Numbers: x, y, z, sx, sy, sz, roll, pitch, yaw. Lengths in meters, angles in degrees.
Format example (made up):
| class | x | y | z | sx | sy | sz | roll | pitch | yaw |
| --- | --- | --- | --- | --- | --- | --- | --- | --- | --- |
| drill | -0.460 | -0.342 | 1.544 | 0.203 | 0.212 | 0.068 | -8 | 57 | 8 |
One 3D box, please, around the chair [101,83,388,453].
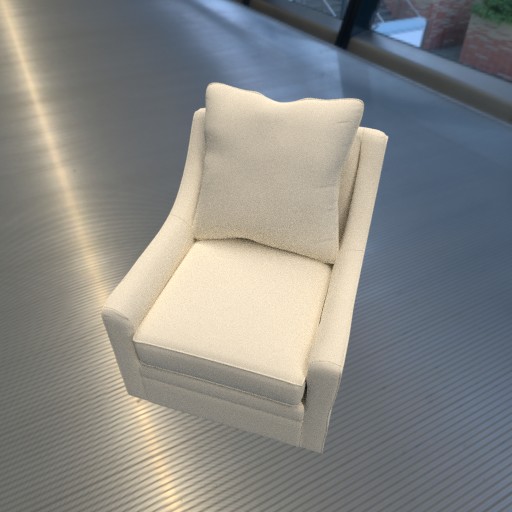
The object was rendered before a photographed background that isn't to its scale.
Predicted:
| class | x | y | z | sx | sy | sz | roll | pitch | yaw |
| --- | --- | --- | --- | --- | --- | --- | --- | --- | --- |
| chair | 0.000 | 0.000 | 1.609 | 0.756 | 0.965 | 0.876 | 12 | 43 | 13 |
